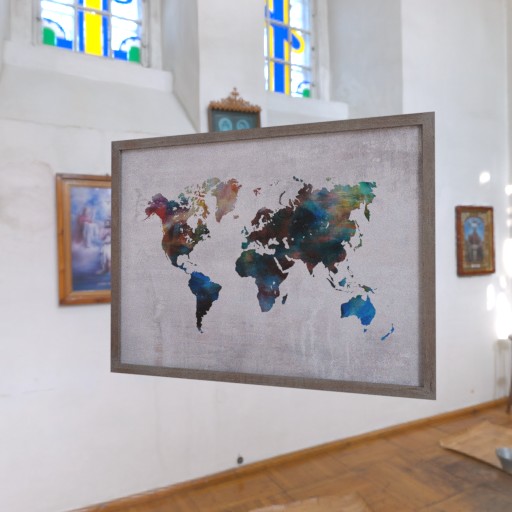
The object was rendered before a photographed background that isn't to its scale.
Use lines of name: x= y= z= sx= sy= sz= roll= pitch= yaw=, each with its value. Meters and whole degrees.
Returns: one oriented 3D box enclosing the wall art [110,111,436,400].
wall art: x=0.000 y=0.000 z=1.346 sx=1.012 sy=0.774 sz=0.019 roll=0 pitch=-1 yaw=17
